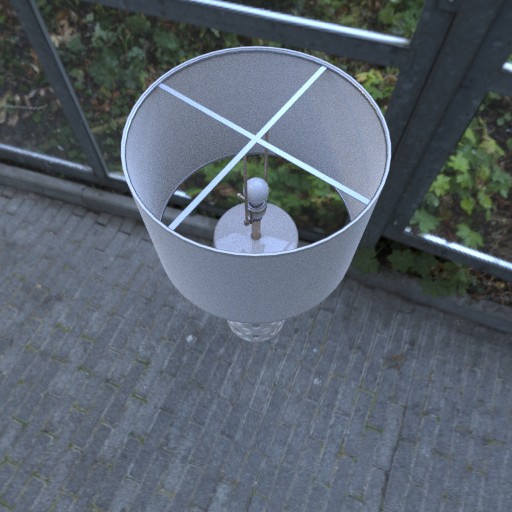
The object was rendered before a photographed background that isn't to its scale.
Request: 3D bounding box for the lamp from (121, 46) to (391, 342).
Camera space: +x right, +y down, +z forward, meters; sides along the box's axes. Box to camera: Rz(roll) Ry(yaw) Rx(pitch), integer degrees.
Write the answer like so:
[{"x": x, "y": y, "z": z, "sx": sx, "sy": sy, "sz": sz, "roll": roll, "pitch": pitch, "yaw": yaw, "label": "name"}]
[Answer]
[{"x": 0.000, "y": 0.000, "z": 0.821, "sx": 0.324, "sy": 0.636, "sz": 0.325, "roll": 33, "pitch": 68, "yaw": 16, "label": "lamp"}]
